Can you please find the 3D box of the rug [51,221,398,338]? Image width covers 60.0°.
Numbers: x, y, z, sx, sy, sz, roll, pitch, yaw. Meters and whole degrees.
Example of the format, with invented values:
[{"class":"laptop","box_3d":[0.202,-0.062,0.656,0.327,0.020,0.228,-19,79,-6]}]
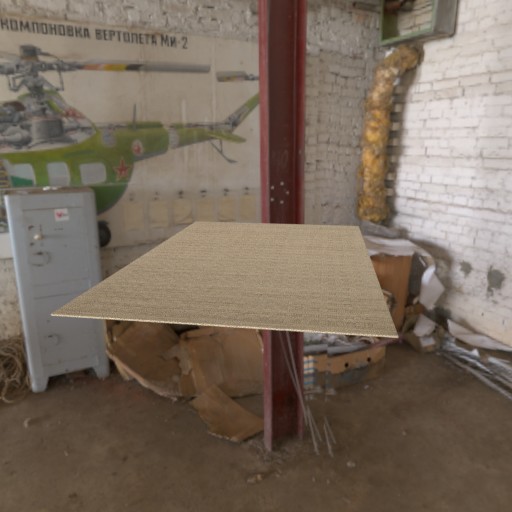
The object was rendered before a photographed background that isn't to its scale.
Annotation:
[{"class":"rug","box_3d":[0.000,0.000,2.261,1.142,0.006,1.752,2,15,8]}]
